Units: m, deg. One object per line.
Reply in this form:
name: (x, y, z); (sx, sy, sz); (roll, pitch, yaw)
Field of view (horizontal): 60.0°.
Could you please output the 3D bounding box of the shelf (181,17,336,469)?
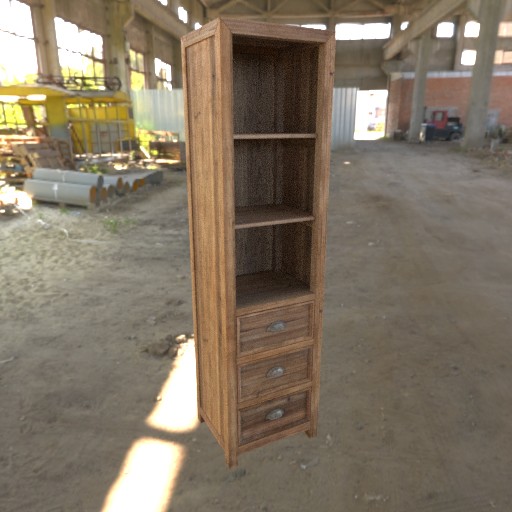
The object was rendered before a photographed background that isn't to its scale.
shelf: (0.000, 0.000, 2.087); (0.500, 1.900, 0.428); (-9, 19, -26)
